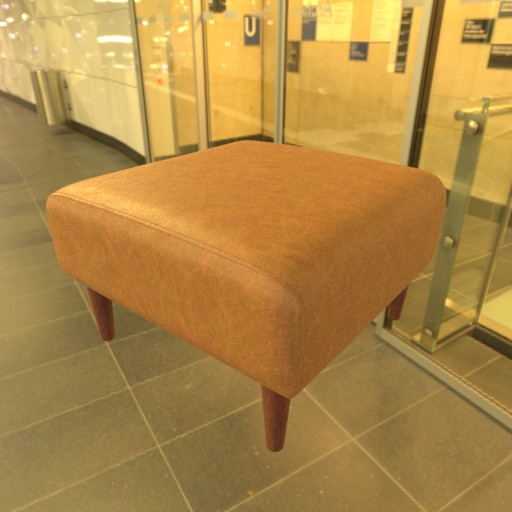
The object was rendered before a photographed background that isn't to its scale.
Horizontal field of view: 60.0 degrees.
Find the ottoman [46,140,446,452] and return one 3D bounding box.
[{"bbox_3d":[0.000,0.000,1.029,0.650,0.399,0.650,20,32,34],"label":"ottoman"}]
